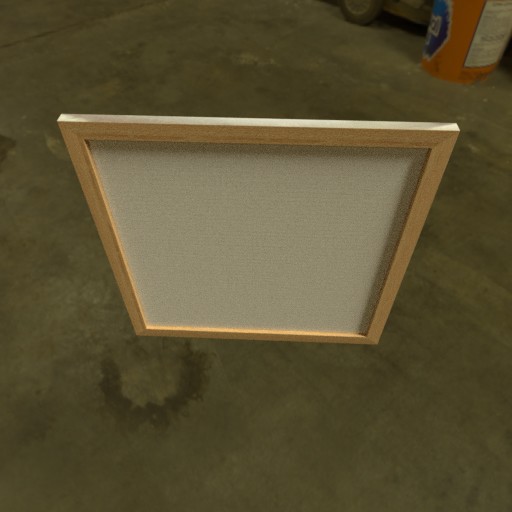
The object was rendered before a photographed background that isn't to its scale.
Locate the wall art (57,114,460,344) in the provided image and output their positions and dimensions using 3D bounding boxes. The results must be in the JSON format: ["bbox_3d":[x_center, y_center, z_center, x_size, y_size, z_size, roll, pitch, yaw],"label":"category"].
[{"bbox_3d":[0.000,0.000,1.128,0.762,0.762,0.027,2,48,2],"label":"wall art"}]
